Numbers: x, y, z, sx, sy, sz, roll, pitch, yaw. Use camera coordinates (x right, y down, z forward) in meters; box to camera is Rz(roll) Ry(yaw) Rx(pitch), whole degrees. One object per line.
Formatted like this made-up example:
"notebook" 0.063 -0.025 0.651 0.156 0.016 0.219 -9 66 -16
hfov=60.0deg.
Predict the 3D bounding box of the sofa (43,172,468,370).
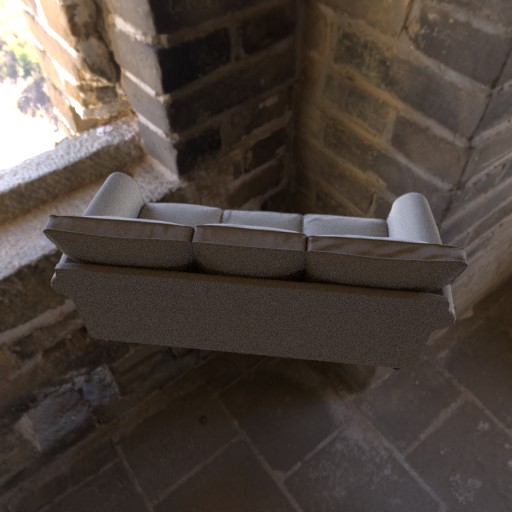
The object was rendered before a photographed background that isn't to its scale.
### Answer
"sofa" 0.000 0.000 2.644 2.084 0.961 0.916 5 47 4
